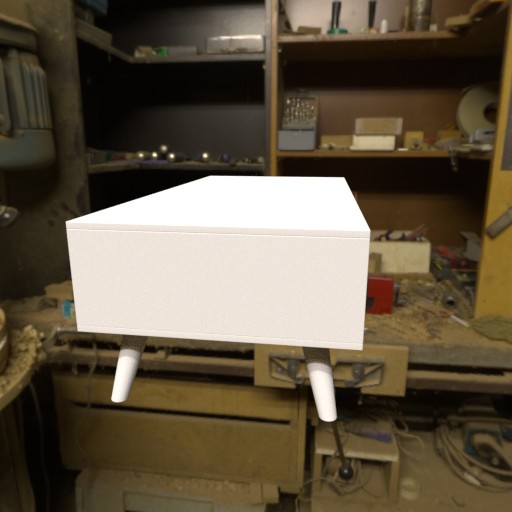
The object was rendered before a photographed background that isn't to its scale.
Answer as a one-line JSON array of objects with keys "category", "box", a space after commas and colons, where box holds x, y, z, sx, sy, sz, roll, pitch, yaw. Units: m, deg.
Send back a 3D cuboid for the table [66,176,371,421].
[{"category": "table", "box": [0.000, 0.000, 1.489, 0.609, 0.432, 1.194, 2, 15, 8]}]
